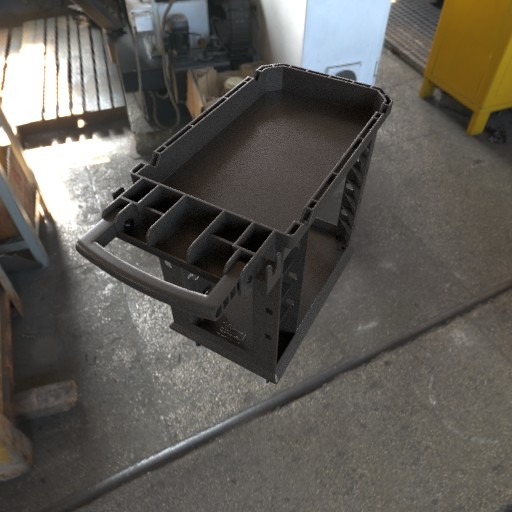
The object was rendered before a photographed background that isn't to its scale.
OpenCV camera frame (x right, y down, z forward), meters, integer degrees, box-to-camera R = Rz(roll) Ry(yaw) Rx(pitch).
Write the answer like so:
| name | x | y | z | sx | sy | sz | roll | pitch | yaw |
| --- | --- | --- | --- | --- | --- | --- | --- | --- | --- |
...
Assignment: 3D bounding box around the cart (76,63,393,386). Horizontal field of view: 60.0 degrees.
| name | x | y | z | sx | sy | sz | roll | pitch | yaw |
| --- | --- | --- | --- | --- | --- | --- | --- | --- | --- |
| cart | 0.000 | 0.000 | 1.578 | 0.497 | 0.884 | 1.061 | 23 | 52 | 20 |
